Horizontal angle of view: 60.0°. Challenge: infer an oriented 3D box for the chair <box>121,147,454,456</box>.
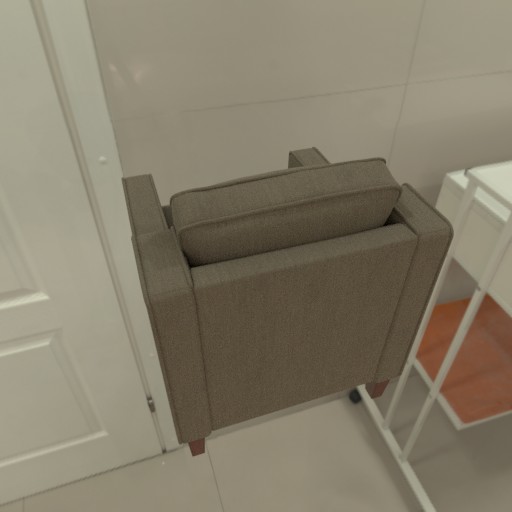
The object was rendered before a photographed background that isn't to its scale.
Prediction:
[{"bbox_3d":[0.000,0.000,1.632,0.831,0.960,0.909,-12,42,-14],"label":"chair"}]
